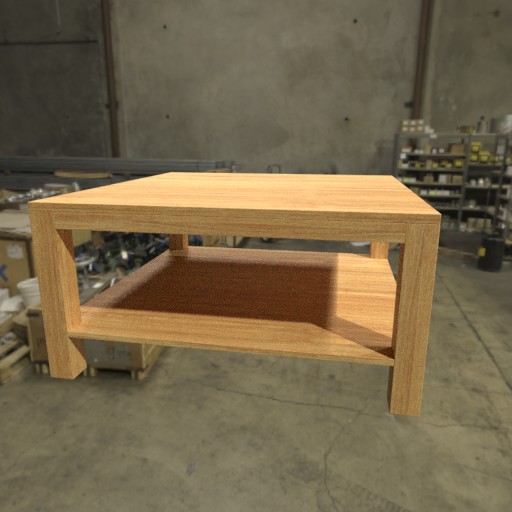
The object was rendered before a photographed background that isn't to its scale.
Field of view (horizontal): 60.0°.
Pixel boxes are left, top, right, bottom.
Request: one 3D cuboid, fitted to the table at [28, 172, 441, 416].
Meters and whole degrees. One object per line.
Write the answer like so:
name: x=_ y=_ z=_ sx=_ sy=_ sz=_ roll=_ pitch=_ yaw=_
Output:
table: x=0.000 y=0.000 z=1.423 sx=0.900 sy=0.450 sz=0.900 roll=3 pitch=15 yaw=10
